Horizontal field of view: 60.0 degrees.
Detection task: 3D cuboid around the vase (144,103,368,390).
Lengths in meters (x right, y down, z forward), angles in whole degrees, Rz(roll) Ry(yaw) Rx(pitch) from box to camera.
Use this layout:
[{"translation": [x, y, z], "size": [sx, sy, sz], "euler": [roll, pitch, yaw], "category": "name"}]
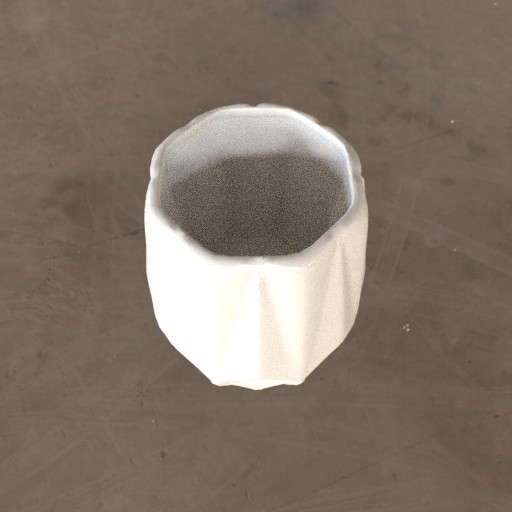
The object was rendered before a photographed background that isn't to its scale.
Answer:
[{"translation": [0.000, 0.000, 0.272], "size": [0.141, 0.152, 0.141], "euler": [0, 59, 0], "category": "vase"}]
